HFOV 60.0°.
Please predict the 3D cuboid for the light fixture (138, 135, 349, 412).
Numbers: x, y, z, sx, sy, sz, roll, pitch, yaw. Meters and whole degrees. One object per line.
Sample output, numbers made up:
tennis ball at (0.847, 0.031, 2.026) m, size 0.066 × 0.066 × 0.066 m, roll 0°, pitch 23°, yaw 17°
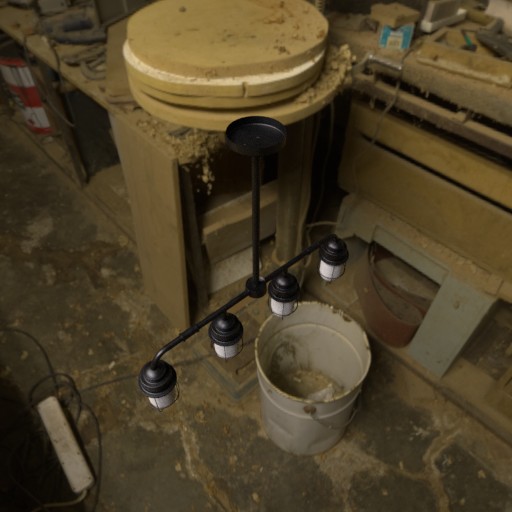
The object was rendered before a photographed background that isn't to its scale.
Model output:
light fixture at (0.000, 0.000, 1.242) m, size 0.852 × 0.785 × 0.131 m, roll -33°, pitch 55°, yaw -27°
